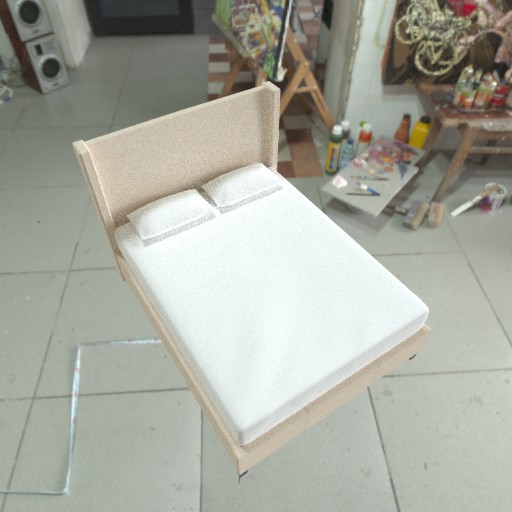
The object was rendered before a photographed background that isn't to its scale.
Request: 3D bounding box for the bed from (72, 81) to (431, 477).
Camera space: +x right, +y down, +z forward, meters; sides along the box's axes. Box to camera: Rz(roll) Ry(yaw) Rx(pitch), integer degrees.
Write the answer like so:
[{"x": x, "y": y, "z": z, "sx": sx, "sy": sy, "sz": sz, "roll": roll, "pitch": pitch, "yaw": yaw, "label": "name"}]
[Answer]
[{"x": 0.000, "y": 0.000, "z": 3.513, "sx": 1.778, "sy": 1.471, "sz": 2.293, "roll": -26, "pitch": 53, "yaw": -22, "label": "bed"}]
